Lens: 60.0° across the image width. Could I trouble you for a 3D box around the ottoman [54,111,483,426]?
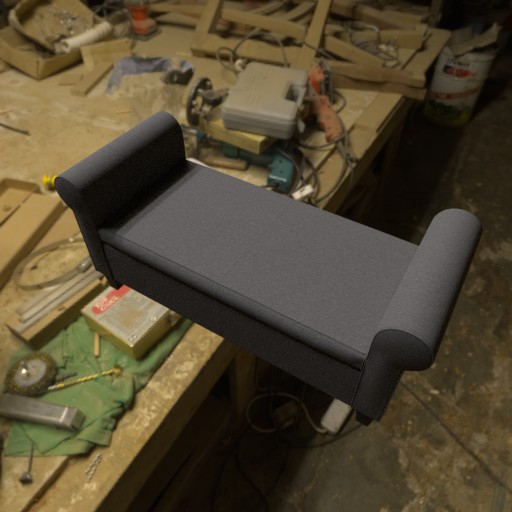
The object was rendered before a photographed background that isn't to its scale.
[{"bbox_3d":[0.000,0.000,1.535,1.256,0.547,0.521,24,50,21],"label":"ottoman"}]
